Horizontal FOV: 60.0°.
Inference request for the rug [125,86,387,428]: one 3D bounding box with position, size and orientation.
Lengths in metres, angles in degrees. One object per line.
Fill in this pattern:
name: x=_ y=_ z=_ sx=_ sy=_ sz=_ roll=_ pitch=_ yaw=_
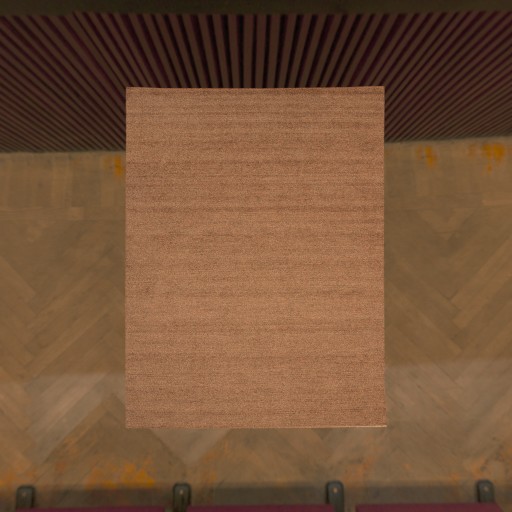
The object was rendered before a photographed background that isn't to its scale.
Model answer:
rug: x=0.000 y=0.000 z=4.882 sx=2.873 sy=0.053 sz=3.778 roll=0 pitch=89 yaw=-1
